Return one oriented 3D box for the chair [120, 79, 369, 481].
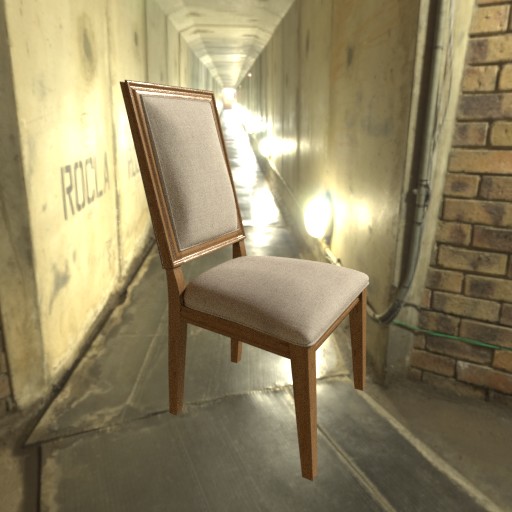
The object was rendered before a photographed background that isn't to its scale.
[{"bbox_3d":[0.000,0.000,1.343,0.601,0.988,0.536,8,18,27],"label":"chair"}]
